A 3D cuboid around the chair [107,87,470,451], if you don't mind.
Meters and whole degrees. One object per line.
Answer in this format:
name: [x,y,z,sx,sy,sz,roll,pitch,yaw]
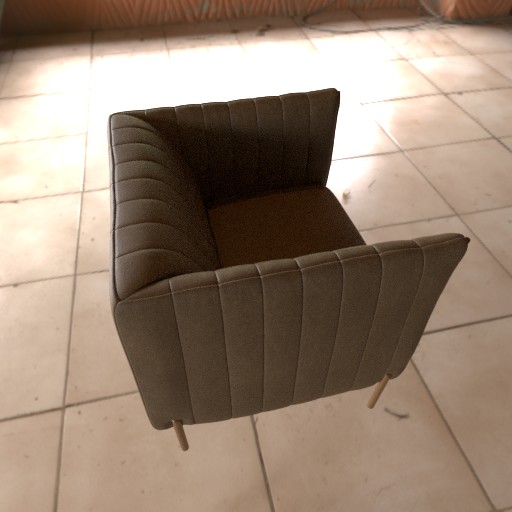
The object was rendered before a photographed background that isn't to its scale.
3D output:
chair: [0.000,0.000,1.574,0.876,0.779,0.981,-10,45,-10]
